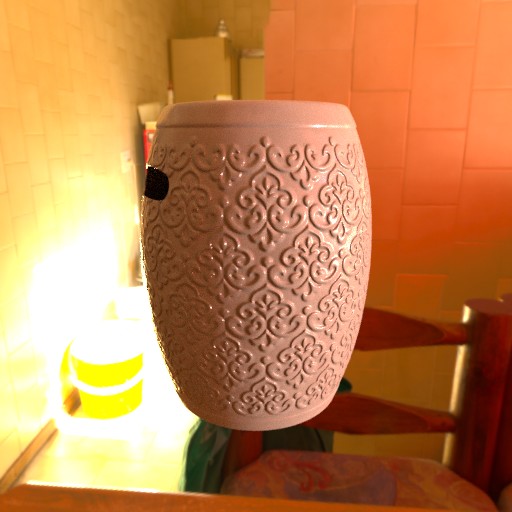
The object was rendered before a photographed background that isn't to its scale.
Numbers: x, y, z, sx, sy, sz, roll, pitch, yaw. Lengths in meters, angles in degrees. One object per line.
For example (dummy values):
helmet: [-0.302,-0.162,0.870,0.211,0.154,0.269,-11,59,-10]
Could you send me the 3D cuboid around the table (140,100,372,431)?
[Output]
table: [0.000,0.000,0.617,0.309,0.397,0.309,0,15,0]
